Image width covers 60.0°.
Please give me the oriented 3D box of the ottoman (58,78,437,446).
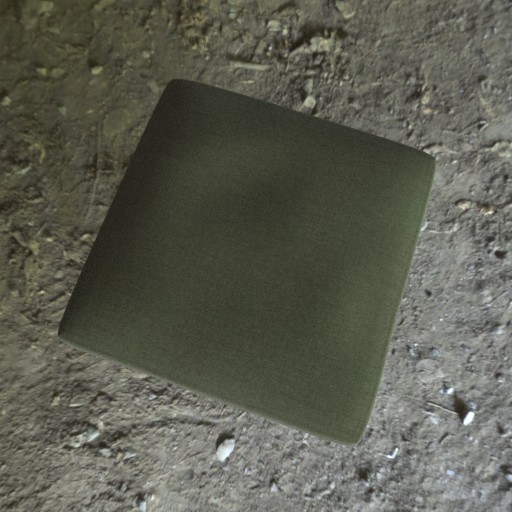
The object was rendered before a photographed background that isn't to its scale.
[{"bbox_3d":[0.000,0.000,1.353,0.840,0.436,0.843,19,77,4],"label":"ottoman"}]
